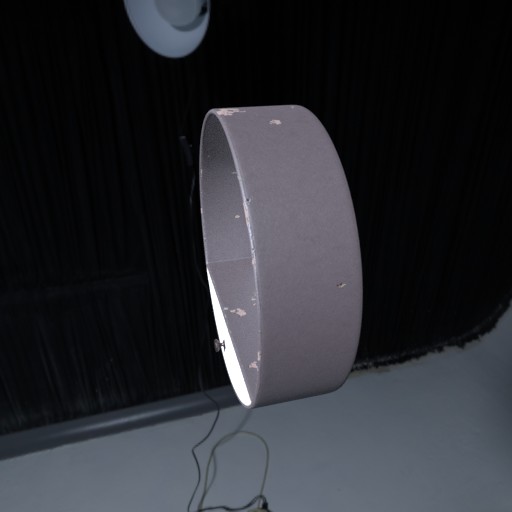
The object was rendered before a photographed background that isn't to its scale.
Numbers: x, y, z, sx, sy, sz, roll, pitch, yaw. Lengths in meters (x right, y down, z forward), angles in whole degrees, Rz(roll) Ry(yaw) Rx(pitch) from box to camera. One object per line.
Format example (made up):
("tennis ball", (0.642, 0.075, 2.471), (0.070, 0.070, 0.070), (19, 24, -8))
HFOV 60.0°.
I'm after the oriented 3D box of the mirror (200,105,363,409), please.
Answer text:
("mirror", (0.000, 0.000, 0.605), (0.126, 0.386, 0.386), (-7, 29, -13))
